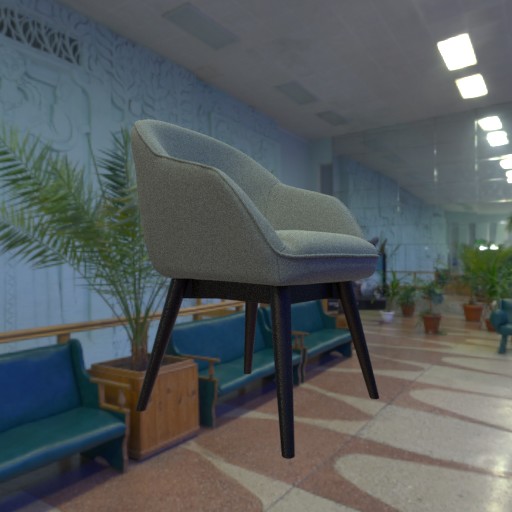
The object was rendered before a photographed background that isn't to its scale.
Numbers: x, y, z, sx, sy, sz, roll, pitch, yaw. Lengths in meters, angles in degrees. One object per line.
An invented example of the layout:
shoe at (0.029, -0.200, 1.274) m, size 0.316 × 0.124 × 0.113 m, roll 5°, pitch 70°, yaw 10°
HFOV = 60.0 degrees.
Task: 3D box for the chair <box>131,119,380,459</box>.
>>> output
chair at (0.000, 0.000, 1.230) m, size 0.611 × 0.810 × 0.589 m, roll 0°, pitch 0°, yaw 36°
